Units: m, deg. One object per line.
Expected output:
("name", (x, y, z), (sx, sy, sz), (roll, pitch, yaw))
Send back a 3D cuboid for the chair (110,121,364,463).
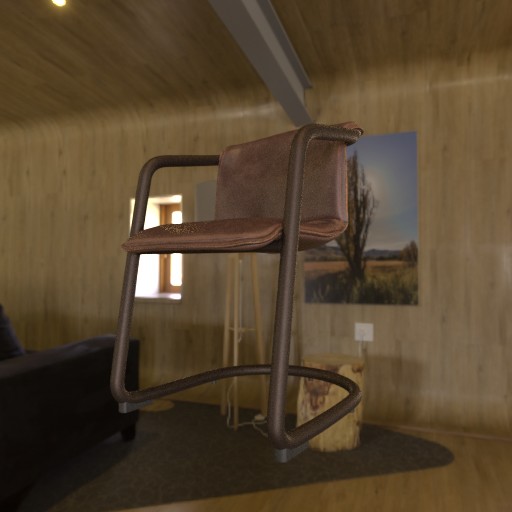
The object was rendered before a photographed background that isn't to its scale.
("chair", (0.000, 0.000, 1.255), (0.536, 0.836, 0.664), (-1, -1, 36))
